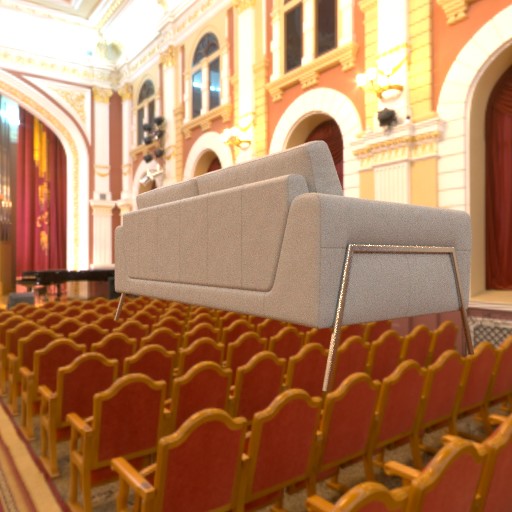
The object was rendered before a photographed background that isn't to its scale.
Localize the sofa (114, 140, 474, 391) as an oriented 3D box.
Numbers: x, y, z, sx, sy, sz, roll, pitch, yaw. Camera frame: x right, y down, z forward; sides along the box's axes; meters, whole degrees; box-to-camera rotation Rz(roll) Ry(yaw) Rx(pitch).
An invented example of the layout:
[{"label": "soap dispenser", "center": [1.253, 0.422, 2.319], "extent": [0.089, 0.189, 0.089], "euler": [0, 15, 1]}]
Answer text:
[{"label": "sofa", "center": [0.000, 0.000, 2.503], "extent": [0.953, 0.875, 2.017], "euler": [0, 0, -36]}]
